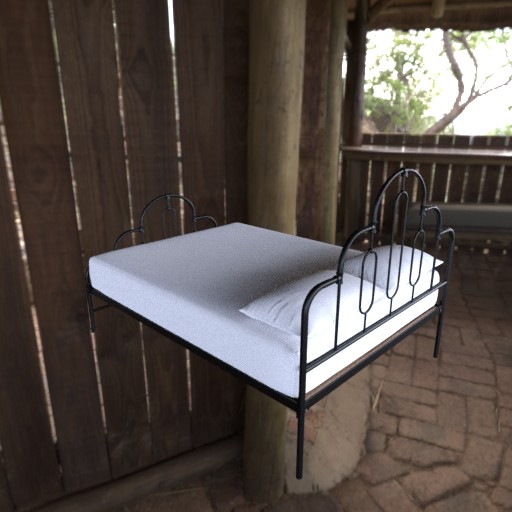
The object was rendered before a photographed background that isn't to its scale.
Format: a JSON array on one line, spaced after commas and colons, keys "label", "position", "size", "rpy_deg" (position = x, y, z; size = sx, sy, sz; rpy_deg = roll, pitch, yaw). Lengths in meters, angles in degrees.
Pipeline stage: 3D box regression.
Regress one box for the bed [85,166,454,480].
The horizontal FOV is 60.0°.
[{"label": "bed", "position": [0.000, 0.000, 3.216], "size": [2.181, 1.444, 1.626], "rpy_deg": [17, 24, 42]}]
